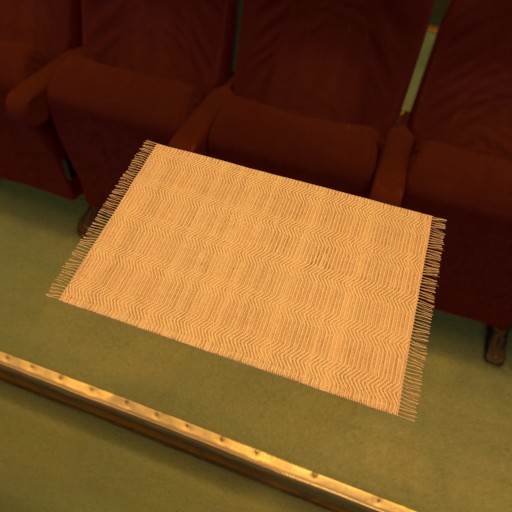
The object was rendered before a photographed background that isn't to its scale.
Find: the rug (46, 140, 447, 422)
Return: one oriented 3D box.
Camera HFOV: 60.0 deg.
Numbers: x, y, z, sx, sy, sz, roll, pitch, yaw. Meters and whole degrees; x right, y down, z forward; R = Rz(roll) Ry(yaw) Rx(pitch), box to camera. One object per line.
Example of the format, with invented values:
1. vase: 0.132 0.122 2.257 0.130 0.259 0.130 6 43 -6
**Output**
1. rug: 0.000 0.000 2.532 2.021 0.027 1.224 17 61 10
